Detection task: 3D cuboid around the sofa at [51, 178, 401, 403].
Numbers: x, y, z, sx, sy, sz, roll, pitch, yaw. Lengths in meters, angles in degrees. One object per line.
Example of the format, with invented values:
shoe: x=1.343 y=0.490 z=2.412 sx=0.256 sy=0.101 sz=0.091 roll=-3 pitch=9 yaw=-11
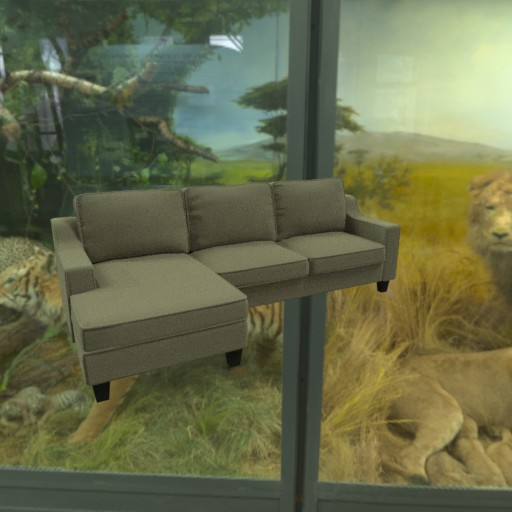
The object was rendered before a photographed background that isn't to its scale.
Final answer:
sofa: x=0.000 y=0.000 z=3.186 sx=2.561 sy=0.928 sz=1.294 roll=-8 pitch=18 yaw=-27
